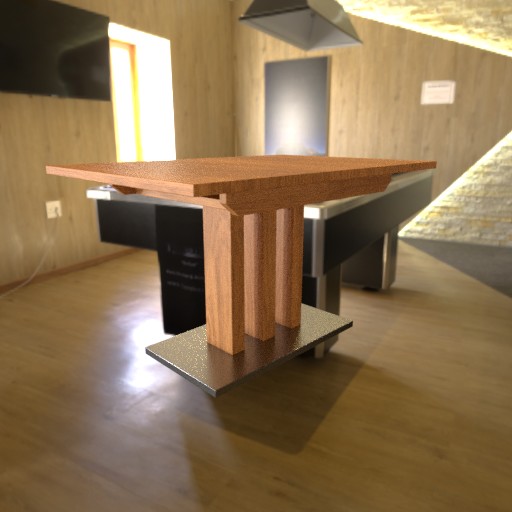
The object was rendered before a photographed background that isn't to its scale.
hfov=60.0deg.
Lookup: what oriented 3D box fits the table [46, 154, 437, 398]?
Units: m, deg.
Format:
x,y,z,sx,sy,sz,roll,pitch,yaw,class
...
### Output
x,y,z,sx,sy,sz,roll,pitch,yaw,class
0.000,0.000,1.875,1.300,0.770,0.900,-15,21,-43,table
